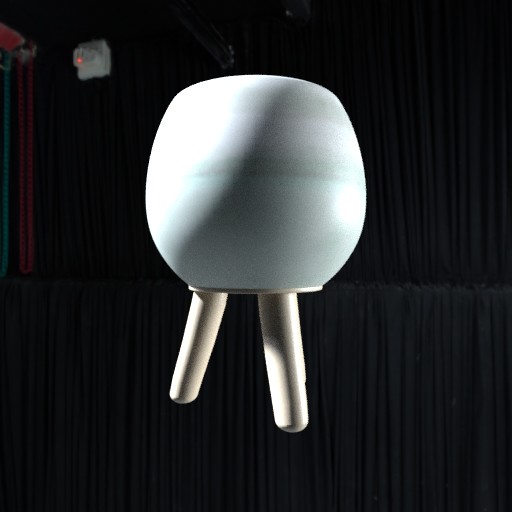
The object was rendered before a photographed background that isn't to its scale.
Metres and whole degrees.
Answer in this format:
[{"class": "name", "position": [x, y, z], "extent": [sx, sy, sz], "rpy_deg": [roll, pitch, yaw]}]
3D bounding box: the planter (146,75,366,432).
[{"class": "planter", "position": [0.000, 0.000, 0.335], "extent": [0.161, 0.224, 0.161], "rpy_deg": [0, 0, 0]}]
